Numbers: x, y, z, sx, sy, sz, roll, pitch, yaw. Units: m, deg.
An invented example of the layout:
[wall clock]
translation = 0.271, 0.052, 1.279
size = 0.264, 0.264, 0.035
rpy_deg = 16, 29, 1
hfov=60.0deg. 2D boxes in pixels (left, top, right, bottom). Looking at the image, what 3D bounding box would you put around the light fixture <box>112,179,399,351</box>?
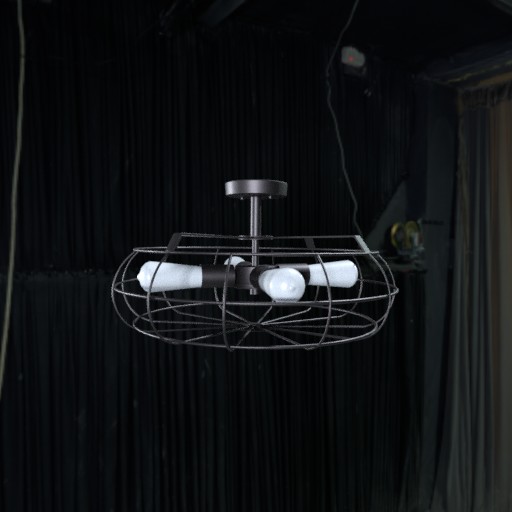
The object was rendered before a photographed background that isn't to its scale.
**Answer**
[light fixture]
translation = 0.000, 0.000, 0.949
size = 0.582, 0.311, 0.582
rpy_deg = 0, 1, 0
